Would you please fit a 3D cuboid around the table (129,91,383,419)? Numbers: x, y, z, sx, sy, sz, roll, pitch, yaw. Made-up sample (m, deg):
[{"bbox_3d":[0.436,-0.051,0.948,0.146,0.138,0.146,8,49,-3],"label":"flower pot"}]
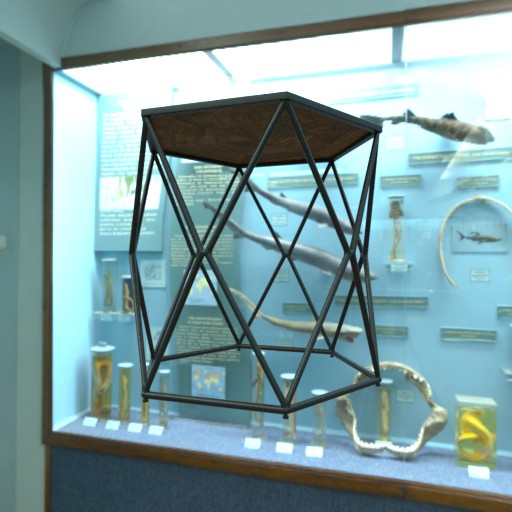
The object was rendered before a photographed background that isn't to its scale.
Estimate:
[{"bbox_3d":[0.000,0.000,1.050,0.578,0.564,0.579,0,0,19],"label":"table"}]
